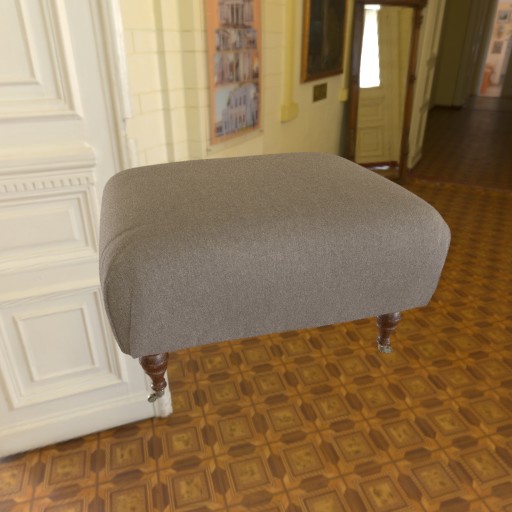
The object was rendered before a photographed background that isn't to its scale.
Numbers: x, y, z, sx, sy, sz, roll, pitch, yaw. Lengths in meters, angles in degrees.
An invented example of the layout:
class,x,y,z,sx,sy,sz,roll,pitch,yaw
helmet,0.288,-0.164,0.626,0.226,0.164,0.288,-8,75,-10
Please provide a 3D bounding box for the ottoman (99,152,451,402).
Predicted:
class,x,y,z,sx,sy,sz,roll,pitch,yaw
ottoman,0.000,0.000,1.159,0.747,0.450,0.622,-7,27,-15
